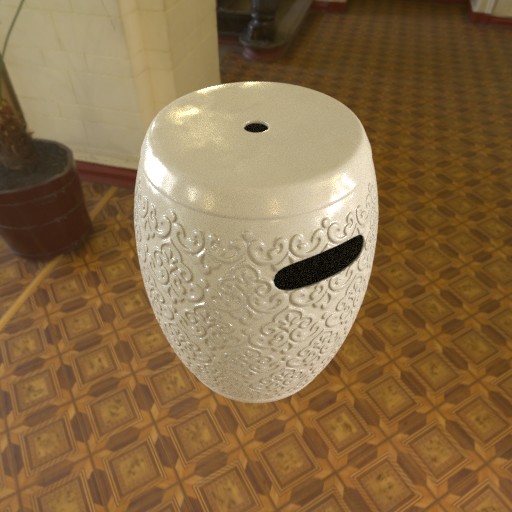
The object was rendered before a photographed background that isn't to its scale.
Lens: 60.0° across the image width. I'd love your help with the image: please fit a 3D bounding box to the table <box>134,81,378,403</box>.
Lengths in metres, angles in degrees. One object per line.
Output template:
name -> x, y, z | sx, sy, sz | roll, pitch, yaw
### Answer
table -> 0.000, 0.000, 0.614 | 0.309, 0.397, 0.309 | 0, 45, 0
